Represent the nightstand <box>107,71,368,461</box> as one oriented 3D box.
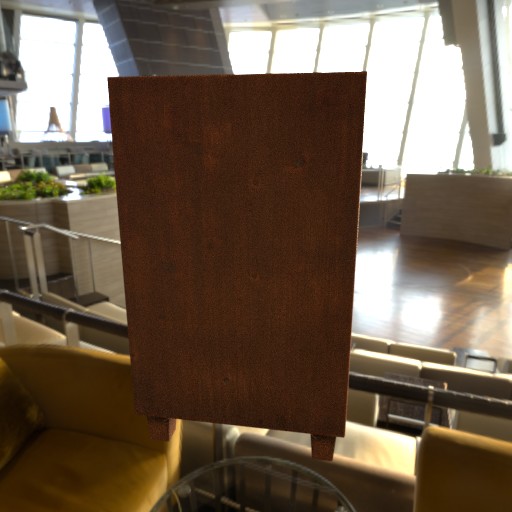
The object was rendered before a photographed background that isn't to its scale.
[{"bbox_3d":[0.000,0.000,0.981,0.410,0.695,0.465,3,16,10],"label":"nightstand"}]
